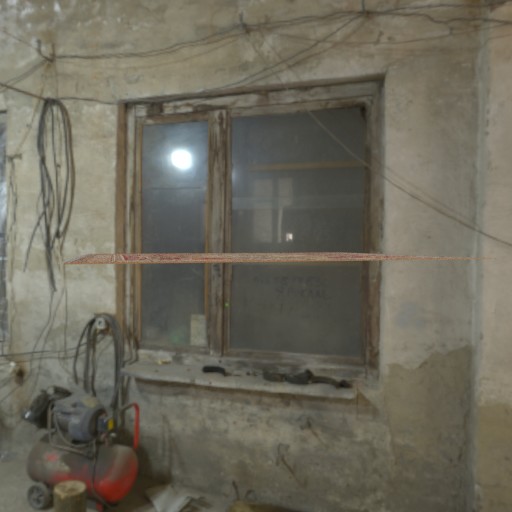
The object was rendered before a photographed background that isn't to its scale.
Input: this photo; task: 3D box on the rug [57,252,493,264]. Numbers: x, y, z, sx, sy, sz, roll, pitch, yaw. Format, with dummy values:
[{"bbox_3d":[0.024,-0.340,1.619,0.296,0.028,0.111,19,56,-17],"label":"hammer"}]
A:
[{"bbox_3d":[0.000,0.000,4.111,3.143,0.008,2.451,0,2,-18],"label":"rug"}]
